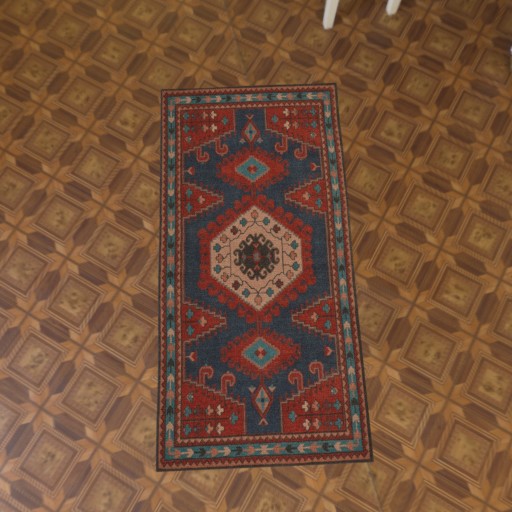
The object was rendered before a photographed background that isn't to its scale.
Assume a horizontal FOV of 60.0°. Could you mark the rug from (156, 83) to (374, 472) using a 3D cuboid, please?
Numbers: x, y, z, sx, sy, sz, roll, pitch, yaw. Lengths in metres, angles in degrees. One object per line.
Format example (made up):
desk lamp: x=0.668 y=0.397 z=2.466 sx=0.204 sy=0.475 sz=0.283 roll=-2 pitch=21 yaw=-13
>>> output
rug: x=0.000 y=0.000 z=3.450 sx=1.522 sy=0.034 sz=3.032 roll=-2 pitch=76 yaw=-1
